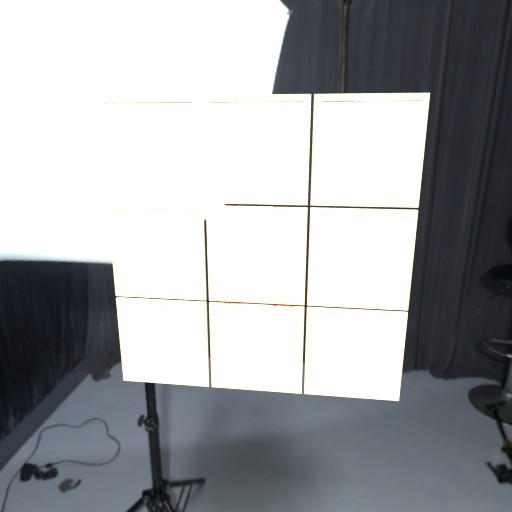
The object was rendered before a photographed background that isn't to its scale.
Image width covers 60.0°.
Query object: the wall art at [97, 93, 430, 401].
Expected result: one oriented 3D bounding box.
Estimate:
[{"bbox_3d":[0.000,0.000,1.780,1.214,1.219,0.013,2,16,7],"label":"wall art"}]
